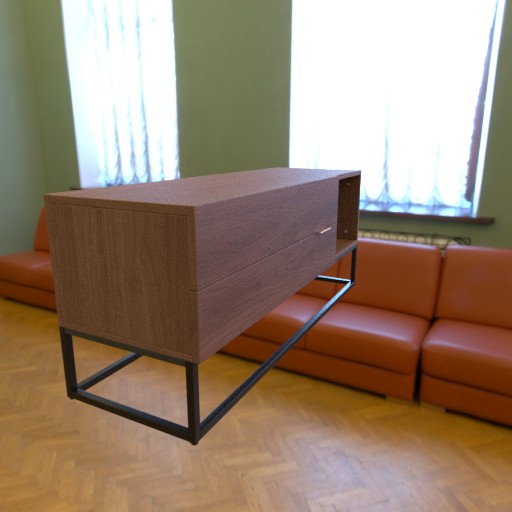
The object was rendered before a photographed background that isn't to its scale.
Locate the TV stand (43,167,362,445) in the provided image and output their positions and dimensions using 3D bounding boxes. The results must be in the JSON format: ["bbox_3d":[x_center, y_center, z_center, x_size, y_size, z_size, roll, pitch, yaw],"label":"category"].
[{"bbox_3d":[0.000,0.000,1.446,0.415,0.500,1.200,7,16,27],"label":"TV stand"}]
